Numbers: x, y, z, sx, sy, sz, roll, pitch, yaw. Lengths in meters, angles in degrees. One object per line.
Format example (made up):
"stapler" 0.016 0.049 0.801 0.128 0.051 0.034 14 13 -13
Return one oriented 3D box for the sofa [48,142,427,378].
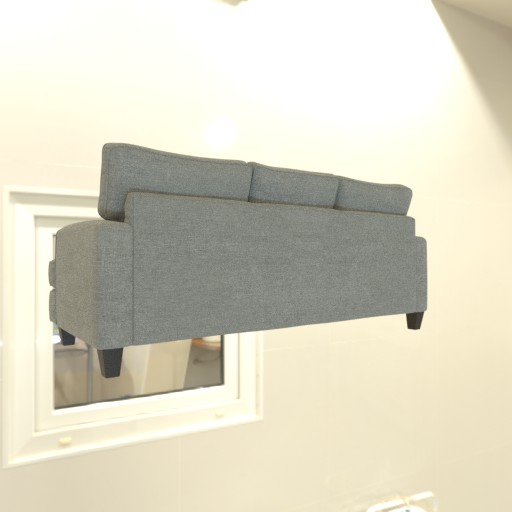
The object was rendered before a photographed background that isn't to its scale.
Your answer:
"sofa" 0.000 0.000 2.676 2.158 0.965 0.951 0 0 -36
